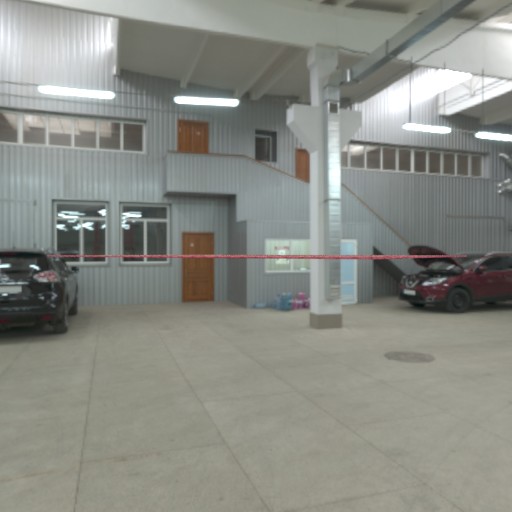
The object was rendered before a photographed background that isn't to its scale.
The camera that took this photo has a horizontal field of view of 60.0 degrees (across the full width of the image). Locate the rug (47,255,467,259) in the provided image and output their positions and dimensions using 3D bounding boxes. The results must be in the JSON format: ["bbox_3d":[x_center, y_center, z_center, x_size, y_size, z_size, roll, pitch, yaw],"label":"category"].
[{"bbox_3d":[0.000,0.000,2.839,2.184,0.007,1.579,0,0,36],"label":"rug"}]
